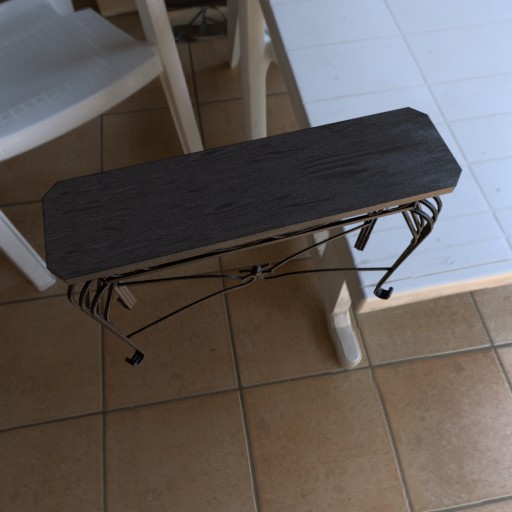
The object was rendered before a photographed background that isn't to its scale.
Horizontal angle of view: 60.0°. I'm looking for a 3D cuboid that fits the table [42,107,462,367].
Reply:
[{"bbox_3d":[0.000,0.000,1.502,1.112,0.800,0.329,-14,63,-7],"label":"table"}]
